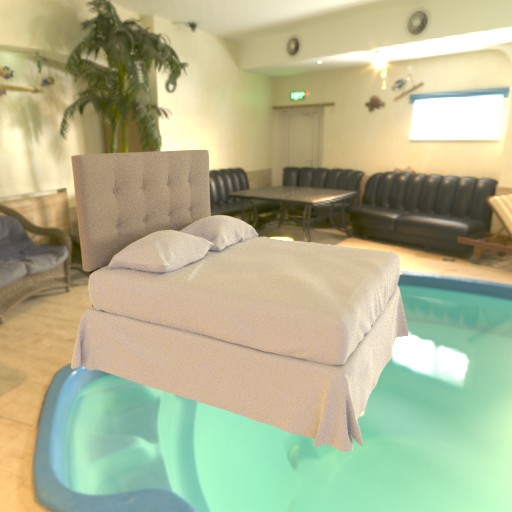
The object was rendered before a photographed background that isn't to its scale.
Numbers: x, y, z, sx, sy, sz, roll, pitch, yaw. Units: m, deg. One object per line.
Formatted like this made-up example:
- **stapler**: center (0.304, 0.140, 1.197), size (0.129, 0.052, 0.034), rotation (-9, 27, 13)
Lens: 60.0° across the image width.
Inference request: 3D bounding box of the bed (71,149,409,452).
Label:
- **bed**: center (0.000, 0.000, 3.497), size (2.222, 1.577, 1.936), rotation (8, 17, 26)
